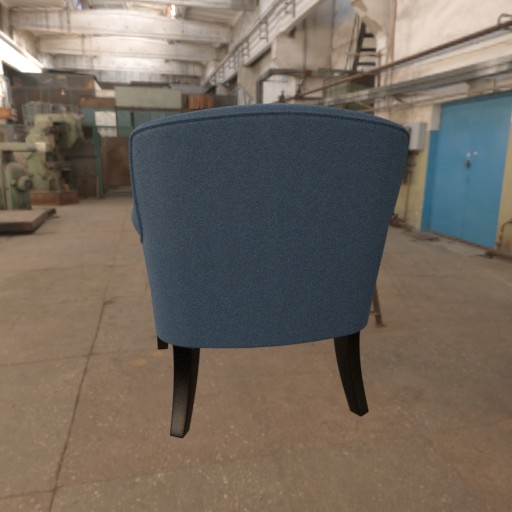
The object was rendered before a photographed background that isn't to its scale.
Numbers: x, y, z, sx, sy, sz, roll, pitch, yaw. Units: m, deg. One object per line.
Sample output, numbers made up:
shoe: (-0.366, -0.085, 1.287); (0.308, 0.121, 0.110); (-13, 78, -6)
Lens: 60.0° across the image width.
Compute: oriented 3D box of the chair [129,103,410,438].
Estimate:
chair: (0.000, 0.000, 1.441); (0.770, 0.878, 0.754); (-3, 14, -11)
